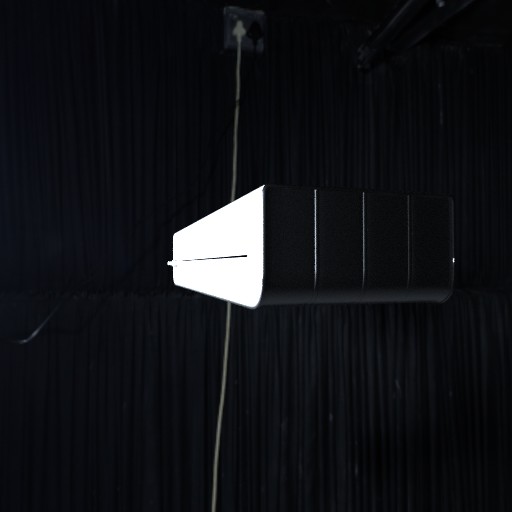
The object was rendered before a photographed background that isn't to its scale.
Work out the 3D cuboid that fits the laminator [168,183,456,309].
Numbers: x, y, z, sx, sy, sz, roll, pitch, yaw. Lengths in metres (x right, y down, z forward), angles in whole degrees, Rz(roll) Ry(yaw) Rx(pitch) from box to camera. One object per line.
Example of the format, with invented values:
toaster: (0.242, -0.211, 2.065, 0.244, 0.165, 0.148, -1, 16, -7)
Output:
laminator: (0.000, 0.000, 0.386, 0.123, 0.062, 0.340, 0, -1, -18)
